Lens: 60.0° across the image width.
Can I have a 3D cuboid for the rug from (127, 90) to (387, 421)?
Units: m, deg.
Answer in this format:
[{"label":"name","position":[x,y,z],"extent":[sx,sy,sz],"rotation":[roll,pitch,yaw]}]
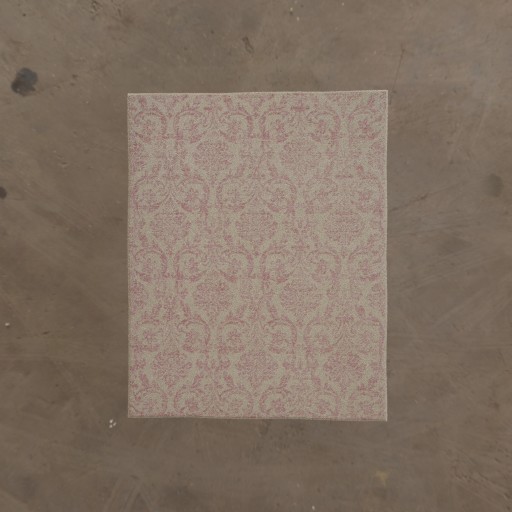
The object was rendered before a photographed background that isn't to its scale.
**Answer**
[{"label":"rug","position":[0.000,0.000,4.032],"extent":[2.363,0.012,2.980],"rotation":[0,90,2]}]
